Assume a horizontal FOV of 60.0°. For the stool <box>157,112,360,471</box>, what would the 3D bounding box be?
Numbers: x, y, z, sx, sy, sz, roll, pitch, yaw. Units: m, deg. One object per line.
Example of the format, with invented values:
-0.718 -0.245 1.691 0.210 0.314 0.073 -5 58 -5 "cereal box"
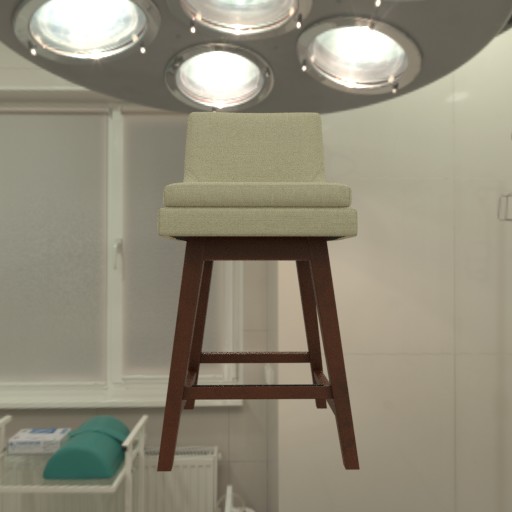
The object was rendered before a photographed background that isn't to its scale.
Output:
0.000 0.000 1.279 0.469 0.991 0.559 0 0 -1 "stool"
